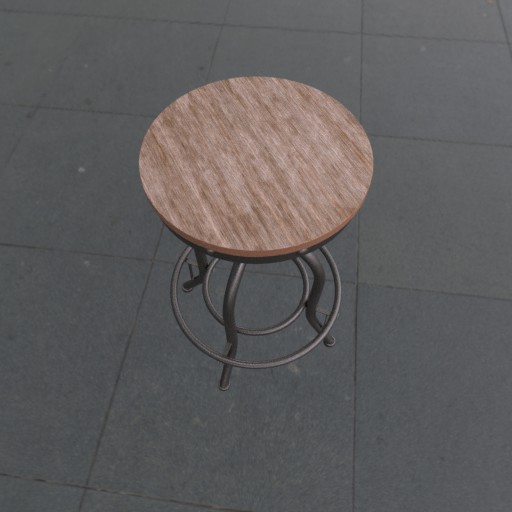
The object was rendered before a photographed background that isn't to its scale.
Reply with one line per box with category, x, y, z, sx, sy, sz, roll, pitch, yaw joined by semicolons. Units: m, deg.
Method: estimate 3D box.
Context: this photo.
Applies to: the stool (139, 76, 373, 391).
stool;0.000;0.000;0.925;0.439;0.609;0.439;20;61;11
